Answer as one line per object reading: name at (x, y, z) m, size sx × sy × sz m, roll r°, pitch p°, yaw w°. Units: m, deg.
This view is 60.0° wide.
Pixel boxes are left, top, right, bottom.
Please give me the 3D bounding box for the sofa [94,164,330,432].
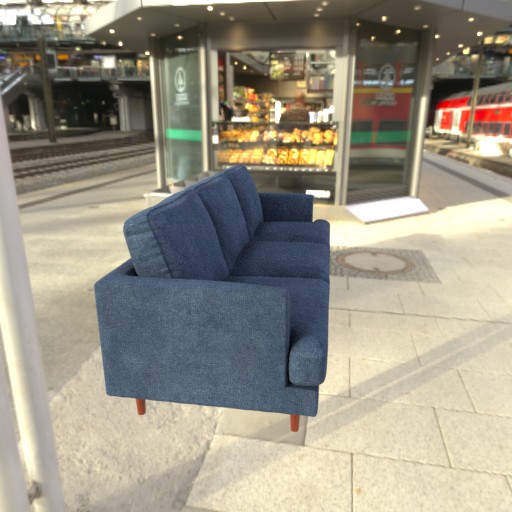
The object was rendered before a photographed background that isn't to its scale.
sofa at (0.000, 0.000, 2.725) m, size 0.903 × 0.930 × 2.246 m, roll 3°, pitch 17°, yaw 9°
